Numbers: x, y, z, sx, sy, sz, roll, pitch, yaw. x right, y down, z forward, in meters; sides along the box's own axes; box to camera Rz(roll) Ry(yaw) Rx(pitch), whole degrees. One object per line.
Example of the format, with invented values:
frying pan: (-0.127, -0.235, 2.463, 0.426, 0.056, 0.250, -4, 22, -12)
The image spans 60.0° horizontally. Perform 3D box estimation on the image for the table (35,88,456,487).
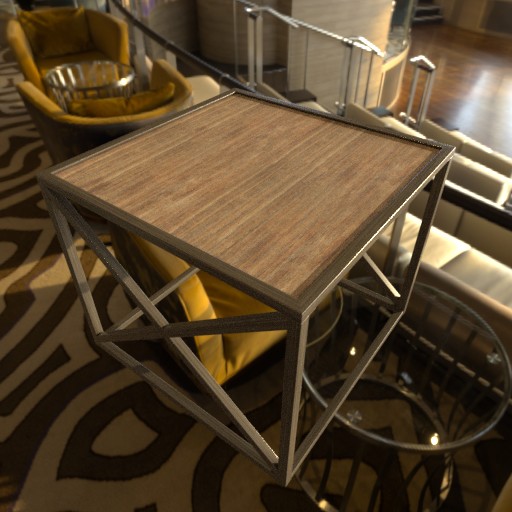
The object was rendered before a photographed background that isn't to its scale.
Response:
table: (0.000, 0.000, 1.062, 0.611, 0.507, 0.609, 26, 46, 28)
